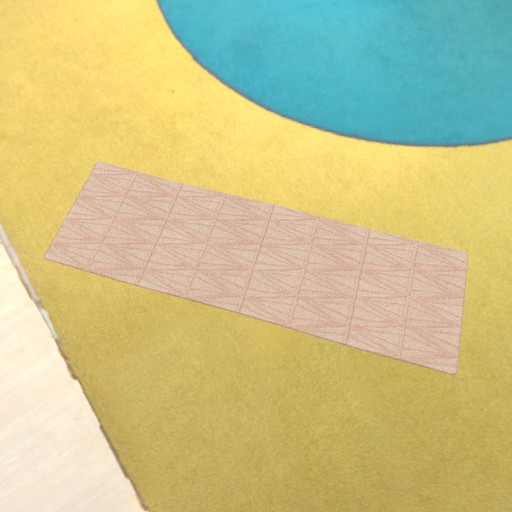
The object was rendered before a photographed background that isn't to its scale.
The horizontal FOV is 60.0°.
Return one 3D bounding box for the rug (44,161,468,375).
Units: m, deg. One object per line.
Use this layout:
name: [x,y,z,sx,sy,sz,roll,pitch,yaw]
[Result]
rug: [0.000,0.000,2.647,2.435,0.015,0.760,15,65,7]
